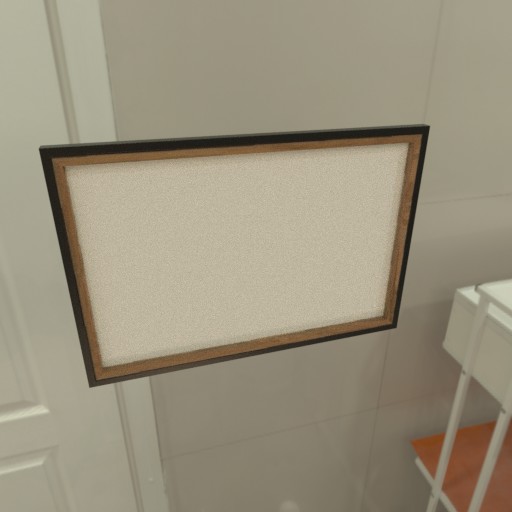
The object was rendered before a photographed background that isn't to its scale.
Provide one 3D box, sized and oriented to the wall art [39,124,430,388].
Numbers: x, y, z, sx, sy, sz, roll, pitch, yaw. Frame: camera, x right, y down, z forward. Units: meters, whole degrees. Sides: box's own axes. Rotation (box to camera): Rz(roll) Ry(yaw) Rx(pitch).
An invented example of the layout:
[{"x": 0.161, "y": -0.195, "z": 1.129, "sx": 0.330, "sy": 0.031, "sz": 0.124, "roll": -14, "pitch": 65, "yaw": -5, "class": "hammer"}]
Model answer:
[{"x": 0.000, "y": 0.000, "z": 0.829, "sx": 0.659, "sy": 0.446, "sz": 0.022, "roll": -8, "pitch": 27, "yaw": -15, "class": "wall art"}]
